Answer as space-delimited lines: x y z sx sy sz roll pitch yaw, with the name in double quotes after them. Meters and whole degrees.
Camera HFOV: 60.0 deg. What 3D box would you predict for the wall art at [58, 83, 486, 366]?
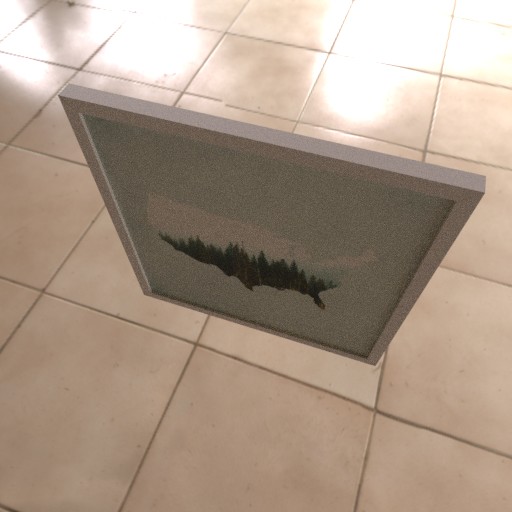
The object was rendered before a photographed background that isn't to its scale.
0.000 0.000 1.080 0.762 0.762 0.038 15 57 10 "wall art"
